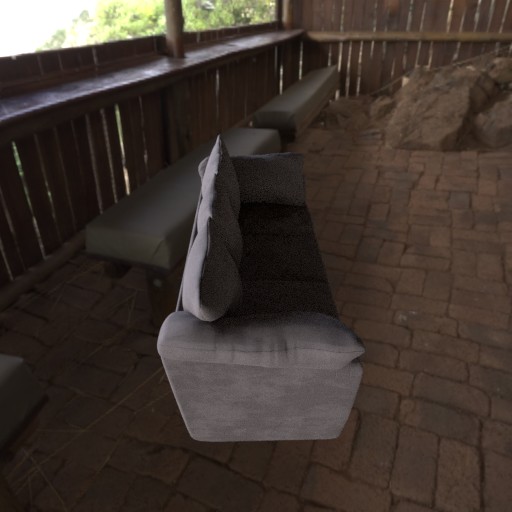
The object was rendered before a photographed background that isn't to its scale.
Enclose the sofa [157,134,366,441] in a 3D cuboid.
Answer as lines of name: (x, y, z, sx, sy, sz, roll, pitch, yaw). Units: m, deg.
sofa: (0.000, 0.000, 2.905, 0.893, 0.981, 2.377, -1, 32, -1)
